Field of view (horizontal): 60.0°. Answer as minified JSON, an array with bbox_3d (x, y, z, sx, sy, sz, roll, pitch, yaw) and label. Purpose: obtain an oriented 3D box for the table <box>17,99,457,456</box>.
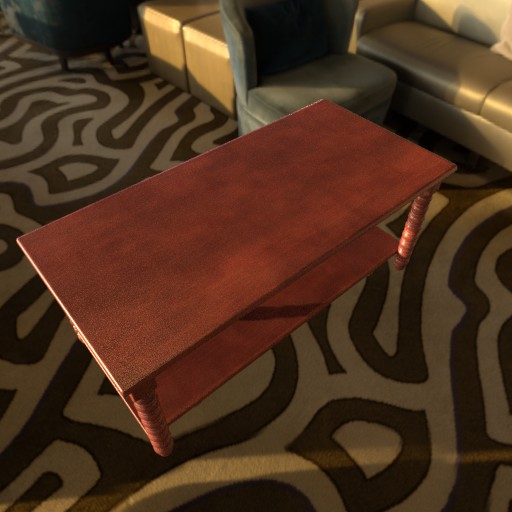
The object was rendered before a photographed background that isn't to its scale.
[{"bbox_3d":[0.000,0.000,1.444,1.171,0.485,0.580,-32,54,-26],"label":"table"}]
